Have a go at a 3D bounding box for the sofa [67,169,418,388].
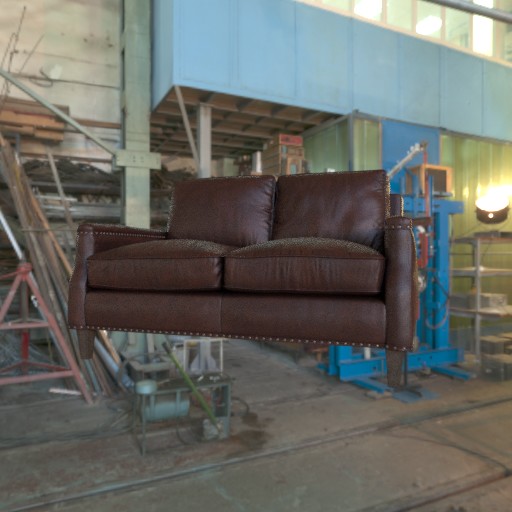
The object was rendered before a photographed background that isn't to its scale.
[{"bbox_3d":[0.000,0.000,2.392,1.628,1.003,1.083,0,0,18],"label":"sofa"}]
